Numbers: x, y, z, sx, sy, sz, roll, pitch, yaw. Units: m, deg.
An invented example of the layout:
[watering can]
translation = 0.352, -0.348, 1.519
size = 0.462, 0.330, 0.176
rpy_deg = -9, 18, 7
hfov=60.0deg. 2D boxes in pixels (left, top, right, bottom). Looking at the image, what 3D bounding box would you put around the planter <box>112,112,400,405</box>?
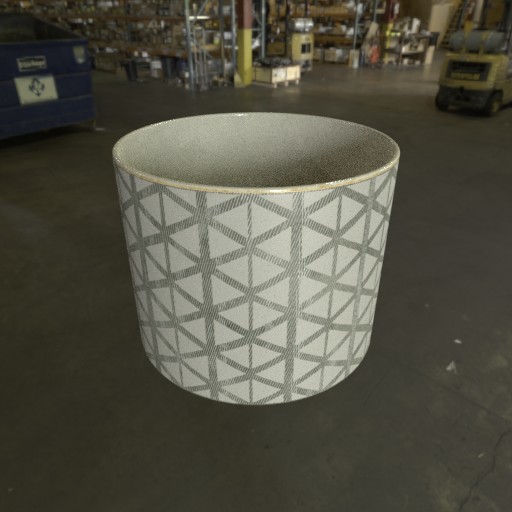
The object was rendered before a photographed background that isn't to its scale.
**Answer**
[planter]
translation = 0.000, 0.000, 0.347
size = 0.190, 0.181, 0.190
rpy_deg = 0, 29, 0
